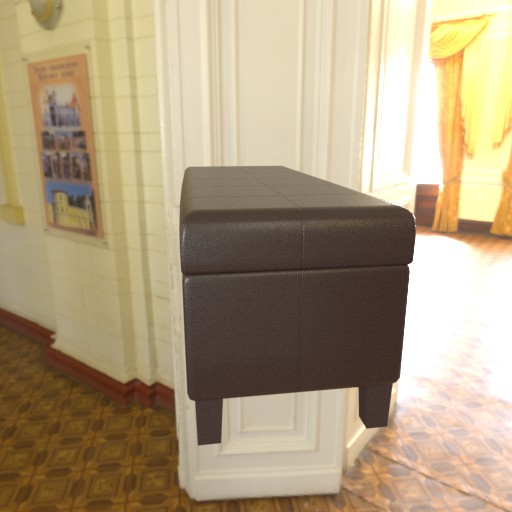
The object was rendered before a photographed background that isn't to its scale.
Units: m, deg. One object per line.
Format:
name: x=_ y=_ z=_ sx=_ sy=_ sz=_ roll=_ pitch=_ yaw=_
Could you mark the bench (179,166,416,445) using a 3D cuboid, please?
bench: x=0.000 y=0.000 z=1.324 sx=0.429 sy=0.457 sz=1.092 roll=-2 pitch=16 yaw=-8
